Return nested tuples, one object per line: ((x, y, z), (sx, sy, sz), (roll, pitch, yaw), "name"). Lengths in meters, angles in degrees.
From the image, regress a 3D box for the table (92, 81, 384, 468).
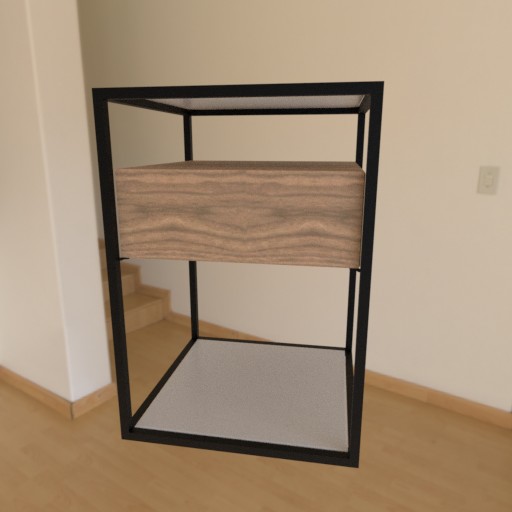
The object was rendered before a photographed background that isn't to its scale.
((0.000, 0.000, 0.805), (0.378, 0.540, 0.378), (3, 14, 10), "table")
